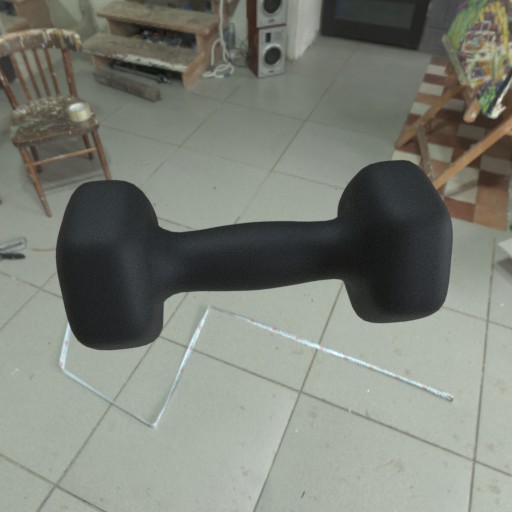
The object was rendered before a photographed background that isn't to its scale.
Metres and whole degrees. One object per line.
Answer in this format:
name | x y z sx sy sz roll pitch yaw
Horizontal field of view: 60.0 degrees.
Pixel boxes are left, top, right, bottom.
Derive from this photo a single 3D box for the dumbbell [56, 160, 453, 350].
dumbbell | 0.000 0.000 0.287 0.231 0.101 0.112 -4 47 -4
